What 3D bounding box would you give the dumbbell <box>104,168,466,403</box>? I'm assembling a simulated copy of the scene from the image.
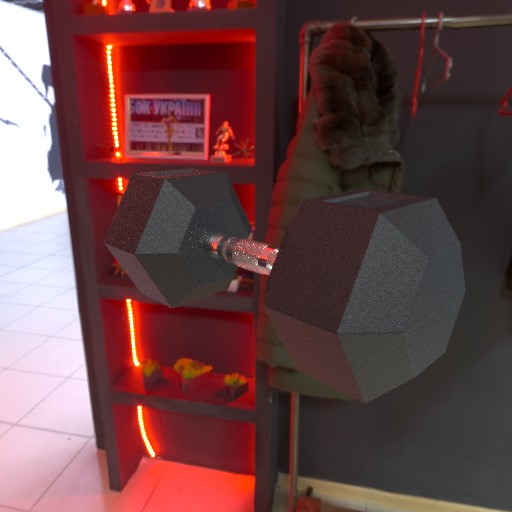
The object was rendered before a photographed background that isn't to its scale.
[{"bbox_3d":[0.000,0.000,0.325,0.122,0.106,0.271,-16,23,-43],"label":"dumbbell"}]
